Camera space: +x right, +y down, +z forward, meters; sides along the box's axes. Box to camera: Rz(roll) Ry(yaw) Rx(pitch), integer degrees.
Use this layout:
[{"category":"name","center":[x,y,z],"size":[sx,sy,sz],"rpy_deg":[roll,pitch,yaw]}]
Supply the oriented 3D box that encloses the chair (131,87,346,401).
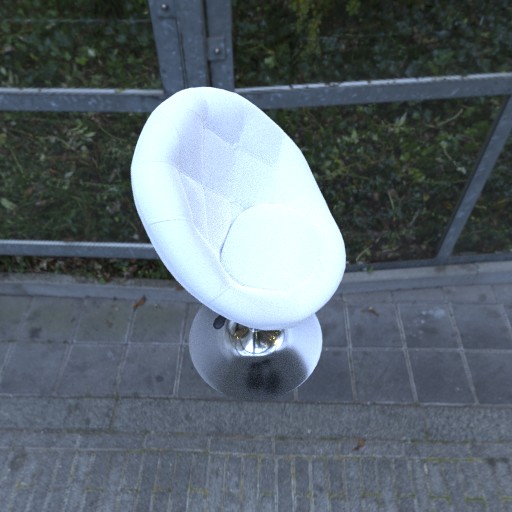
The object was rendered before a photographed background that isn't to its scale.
[{"category":"chair","center":[0.000,0.000,1.856],"size":[0.736,1.261,0.940],"rpy_deg":[11,50,9]}]
